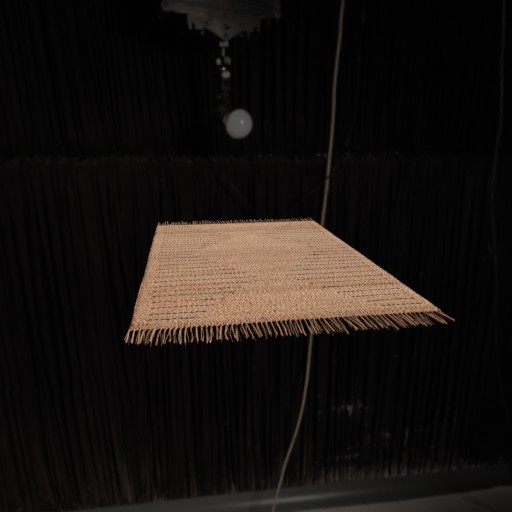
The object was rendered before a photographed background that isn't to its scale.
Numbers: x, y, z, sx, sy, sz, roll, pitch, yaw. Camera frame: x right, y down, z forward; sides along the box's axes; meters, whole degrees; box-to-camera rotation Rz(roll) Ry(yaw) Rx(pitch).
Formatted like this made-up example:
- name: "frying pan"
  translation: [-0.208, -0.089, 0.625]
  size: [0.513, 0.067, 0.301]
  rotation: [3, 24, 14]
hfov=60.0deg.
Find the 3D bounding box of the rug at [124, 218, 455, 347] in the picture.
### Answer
- name: "rug"
  translation: [0.000, 0.000, 2.556]
  size: [1.224, 0.027, 2.085]
  rotation: [-2, 16, -9]
